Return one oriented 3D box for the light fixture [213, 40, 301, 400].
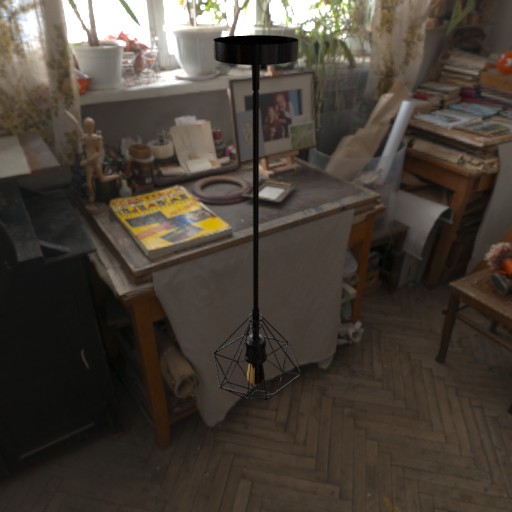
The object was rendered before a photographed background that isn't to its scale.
[{"bbox_3d":[0.000,0.000,2.000,0.487,1.764,0.431,10,33,15],"label":"light fixture"}]
